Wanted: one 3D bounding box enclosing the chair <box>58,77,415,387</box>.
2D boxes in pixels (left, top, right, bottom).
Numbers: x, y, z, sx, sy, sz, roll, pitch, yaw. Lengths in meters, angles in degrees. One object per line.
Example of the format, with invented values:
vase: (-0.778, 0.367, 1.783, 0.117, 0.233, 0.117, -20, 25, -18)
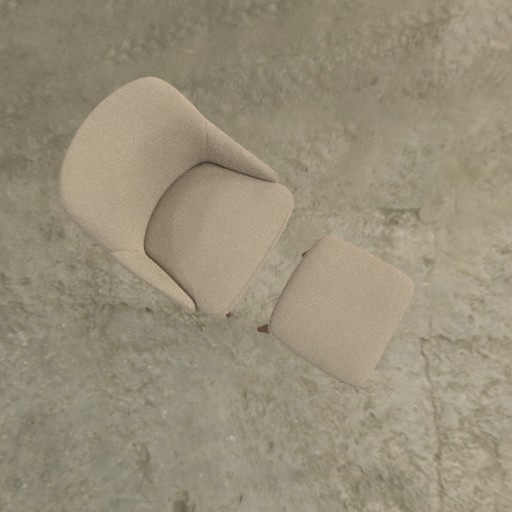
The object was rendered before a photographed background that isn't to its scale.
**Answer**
chair: (0.000, 0.000, 1.578, 1.114, 0.866, 0.584, 31, 79, 6)
